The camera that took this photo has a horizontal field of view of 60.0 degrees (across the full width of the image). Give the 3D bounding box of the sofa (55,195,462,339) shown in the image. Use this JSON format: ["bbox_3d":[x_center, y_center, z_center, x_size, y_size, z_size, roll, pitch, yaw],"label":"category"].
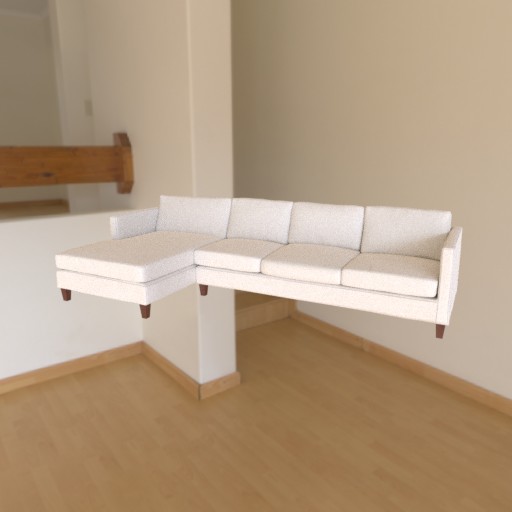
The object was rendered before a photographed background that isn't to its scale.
[{"bbox_3d":[0.000,0.000,3.869,3.186,0.846,1.625,7,16,26],"label":"sofa"}]
